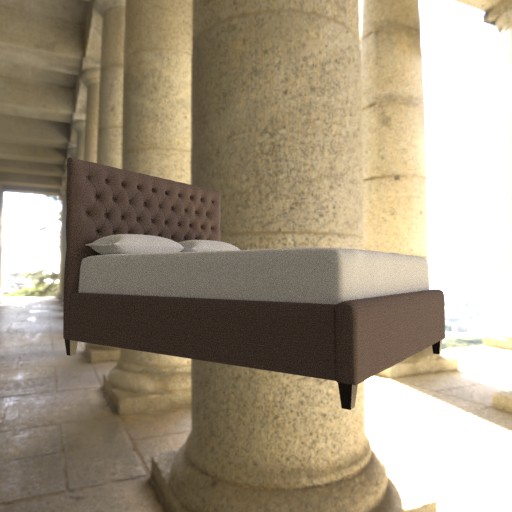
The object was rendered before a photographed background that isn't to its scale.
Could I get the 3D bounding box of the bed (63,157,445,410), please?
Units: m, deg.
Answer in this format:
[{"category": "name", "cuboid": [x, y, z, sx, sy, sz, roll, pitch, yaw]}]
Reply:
[{"category": "bed", "cuboid": [0.000, 0.000, 3.237, 2.233, 1.426, 1.696, -1, -2, 35]}]
